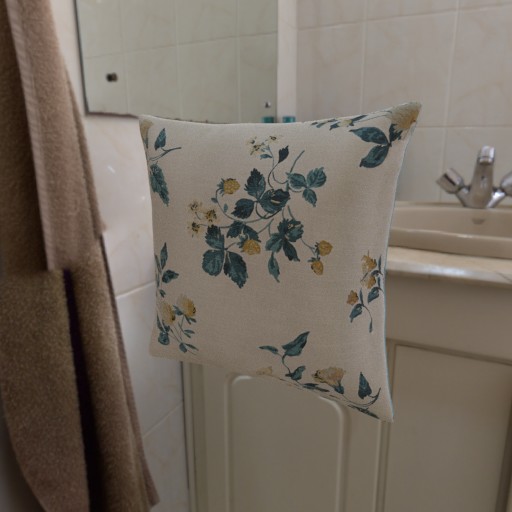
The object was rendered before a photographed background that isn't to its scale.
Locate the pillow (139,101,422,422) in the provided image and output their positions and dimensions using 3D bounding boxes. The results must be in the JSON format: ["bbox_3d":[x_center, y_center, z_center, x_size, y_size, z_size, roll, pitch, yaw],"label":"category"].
[{"bbox_3d":[0.000,0.000,0.800,0.526,0.507,0.166,7,15,27],"label":"pillow"}]
